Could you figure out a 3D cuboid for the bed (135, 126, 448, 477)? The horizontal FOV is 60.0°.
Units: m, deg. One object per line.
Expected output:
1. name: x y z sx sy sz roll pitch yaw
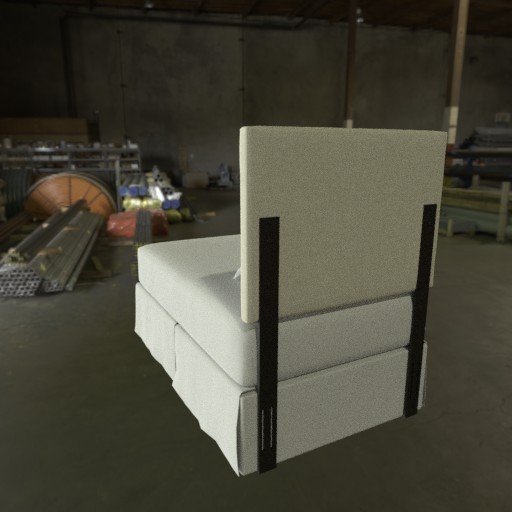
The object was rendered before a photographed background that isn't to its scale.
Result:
1. bed: 0.000 0.000 2.971 1.261 1.571 1.997 -7 15 -27
